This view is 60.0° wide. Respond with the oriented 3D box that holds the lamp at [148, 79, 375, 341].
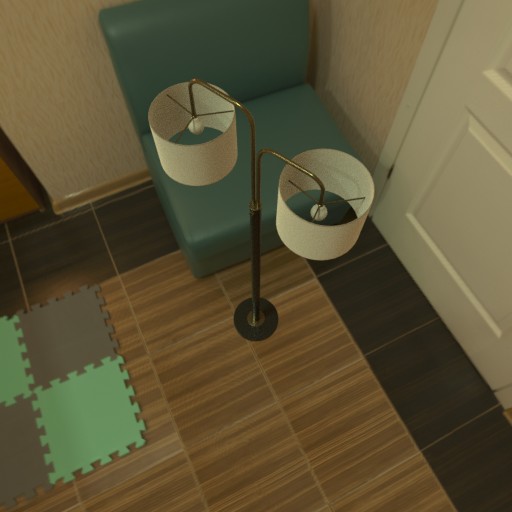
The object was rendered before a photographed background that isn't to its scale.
[{"bbox_3d":[0.000,0.000,1.820,0.711,1.587,0.254,32,67,15],"label":"lamp"}]
